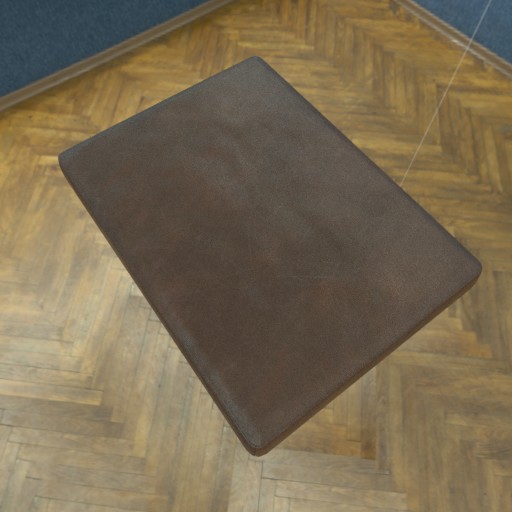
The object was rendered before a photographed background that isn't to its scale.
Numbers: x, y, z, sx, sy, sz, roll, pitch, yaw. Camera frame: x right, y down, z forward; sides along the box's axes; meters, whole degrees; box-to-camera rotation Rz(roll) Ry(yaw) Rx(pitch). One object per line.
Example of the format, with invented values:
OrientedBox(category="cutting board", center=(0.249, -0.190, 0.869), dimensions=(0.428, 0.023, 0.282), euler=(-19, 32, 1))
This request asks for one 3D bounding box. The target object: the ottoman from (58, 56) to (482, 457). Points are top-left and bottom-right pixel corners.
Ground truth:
OrientedBox(category="ottoman", center=(0.000, 0.000, 1.152), dimensions=(0.588, 0.509, 0.795), euler=(-33, 68, -16))
